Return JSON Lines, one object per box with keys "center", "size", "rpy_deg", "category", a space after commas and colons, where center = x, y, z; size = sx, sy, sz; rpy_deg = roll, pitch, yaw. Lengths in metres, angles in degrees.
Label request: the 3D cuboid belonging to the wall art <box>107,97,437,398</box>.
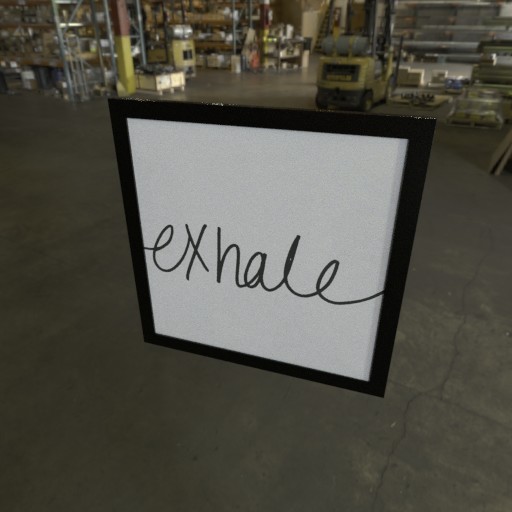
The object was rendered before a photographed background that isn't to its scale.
{"center": [0.000, 0.000, 0.686], "size": [0.446, 0.445, 0.014], "rpy_deg": [9, 30, 16], "category": "wall art"}
